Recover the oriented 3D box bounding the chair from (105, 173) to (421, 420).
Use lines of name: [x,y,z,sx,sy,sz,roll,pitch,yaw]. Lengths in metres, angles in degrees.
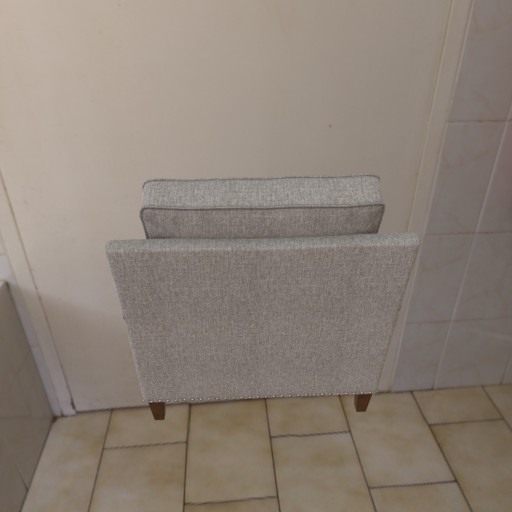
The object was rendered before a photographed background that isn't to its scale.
chair: [0.000,0.000,1.769,0.853,0.943,1.014,-1,31,-2]
